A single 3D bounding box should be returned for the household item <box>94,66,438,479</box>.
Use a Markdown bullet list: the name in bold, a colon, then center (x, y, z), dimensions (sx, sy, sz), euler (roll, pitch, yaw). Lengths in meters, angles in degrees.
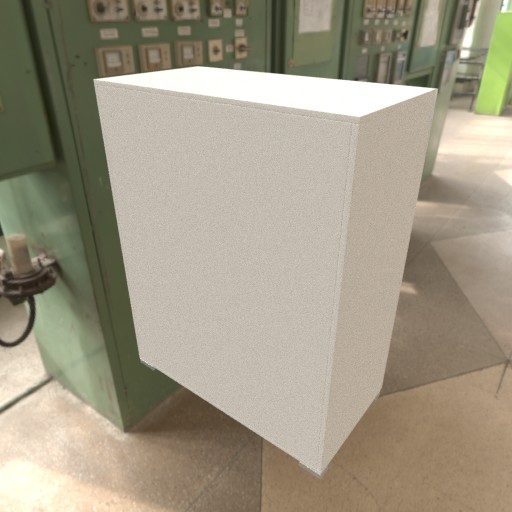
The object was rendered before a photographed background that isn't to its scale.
- **household item**: center (0.000, 0.000, 1.379), dimensions (0.790, 1.010, 0.420), euler (21, 35, 32)
